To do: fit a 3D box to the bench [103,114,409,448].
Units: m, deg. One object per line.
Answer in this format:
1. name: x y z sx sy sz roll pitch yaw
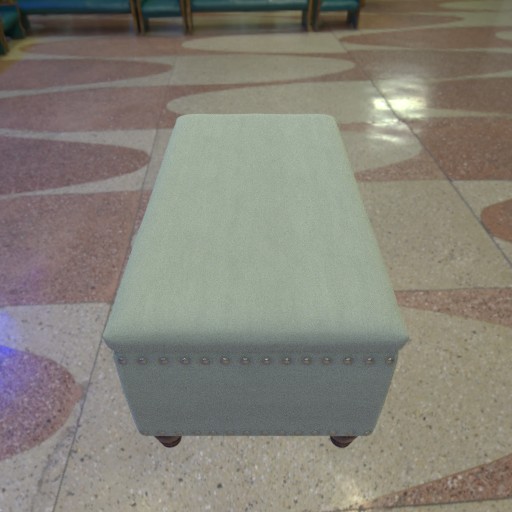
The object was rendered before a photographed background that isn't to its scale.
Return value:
1. bench: 0.000 0.000 1.177 0.500 0.449 0.887 0 40 0
